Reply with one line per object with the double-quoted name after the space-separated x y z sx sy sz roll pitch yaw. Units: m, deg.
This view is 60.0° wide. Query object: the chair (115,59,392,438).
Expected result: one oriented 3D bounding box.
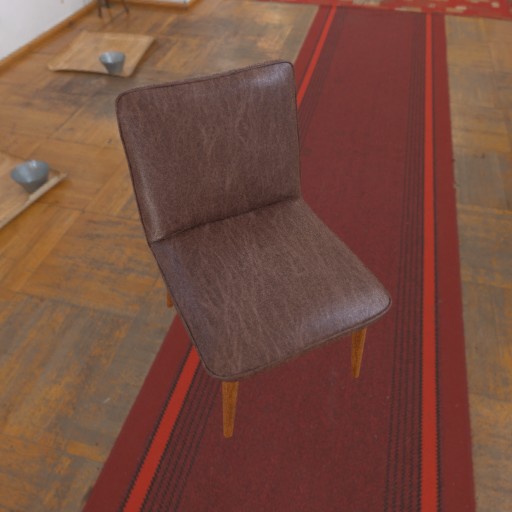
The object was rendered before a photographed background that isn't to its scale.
0.000 0.000 1.225 0.543 0.803 0.645 -23 50 -21 "chair"
